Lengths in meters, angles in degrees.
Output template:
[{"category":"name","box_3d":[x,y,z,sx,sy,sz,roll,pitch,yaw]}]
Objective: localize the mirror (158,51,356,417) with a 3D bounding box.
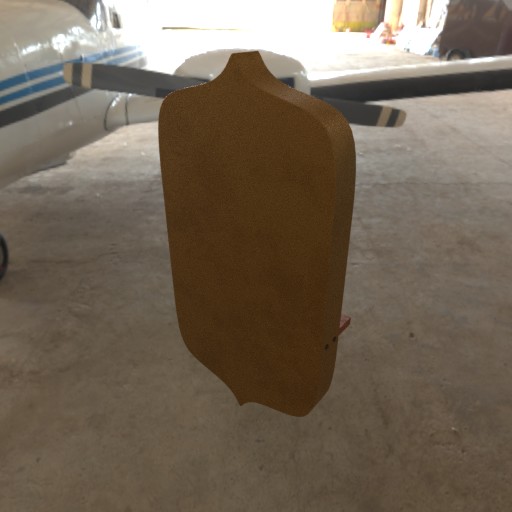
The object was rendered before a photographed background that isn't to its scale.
[{"category":"mirror","box_3d":[0.000,0.000,0.728,0.323,0.613,0.096,21,35,33]}]
